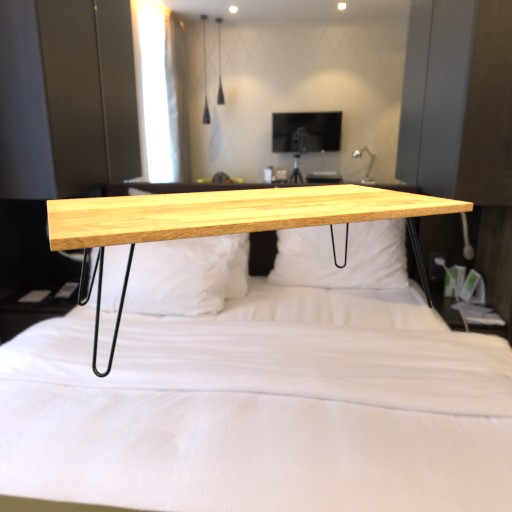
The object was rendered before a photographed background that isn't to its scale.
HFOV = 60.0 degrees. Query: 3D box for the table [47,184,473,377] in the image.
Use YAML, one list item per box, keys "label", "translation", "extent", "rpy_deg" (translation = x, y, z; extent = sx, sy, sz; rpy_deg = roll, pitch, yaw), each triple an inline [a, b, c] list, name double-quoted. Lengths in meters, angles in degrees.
- label: "table"
  translation: [0.000, 0.000, 1.628]
  extent: [1.348, 0.400, 0.699]
  rpy_deg: [-7, 16, -24]
